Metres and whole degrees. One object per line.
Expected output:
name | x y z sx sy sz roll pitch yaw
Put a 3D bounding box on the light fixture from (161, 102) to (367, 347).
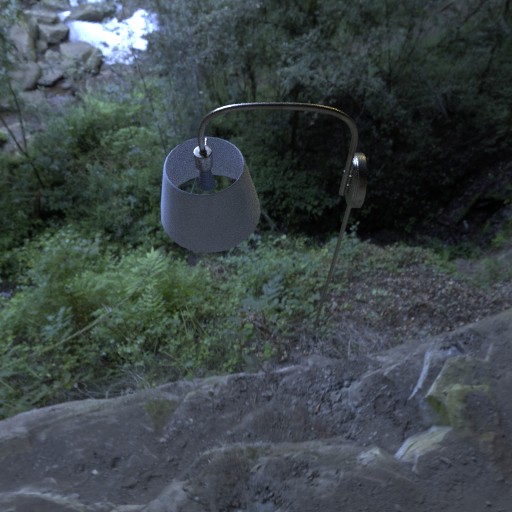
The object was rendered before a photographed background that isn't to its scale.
light fixture | 0.000 0.000 0.477 0.176 0.399 0.092 1 58 0
